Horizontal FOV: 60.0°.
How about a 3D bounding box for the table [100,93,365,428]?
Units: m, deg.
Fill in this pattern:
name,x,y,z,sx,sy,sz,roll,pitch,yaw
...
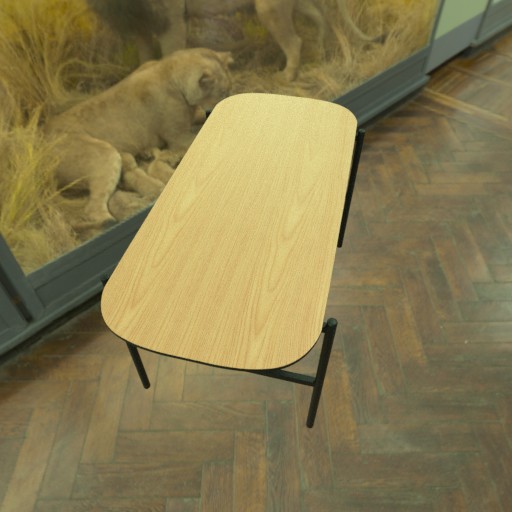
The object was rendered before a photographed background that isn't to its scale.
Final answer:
name,x,y,z,sx,sy,sz,roll,pitch,yaw
table,0.000,0.000,1.049,0.400,0.400,0.800,10,48,9
